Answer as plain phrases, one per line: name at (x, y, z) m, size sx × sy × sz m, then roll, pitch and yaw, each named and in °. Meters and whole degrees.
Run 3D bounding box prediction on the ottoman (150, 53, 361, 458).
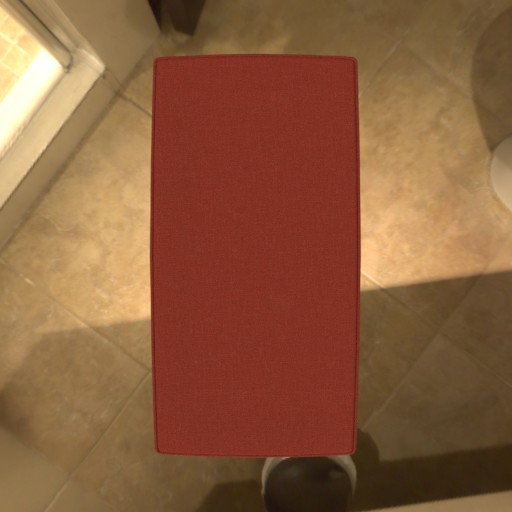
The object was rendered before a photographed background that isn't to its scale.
ottoman at (0.000, 0.000, 1.248) m, size 0.497 × 0.454 × 0.948 m, roll 0°, pitch 91°, yaw 0°
